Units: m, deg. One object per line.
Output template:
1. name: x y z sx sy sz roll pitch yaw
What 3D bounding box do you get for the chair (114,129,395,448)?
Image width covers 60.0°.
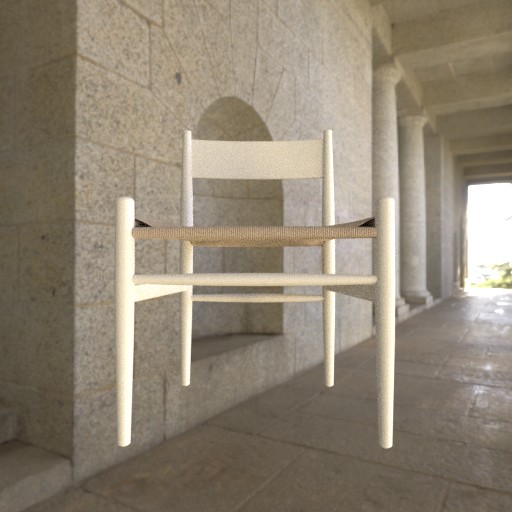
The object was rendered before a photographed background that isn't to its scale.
1. chair: 0.000 0.000 1.111 0.556 0.762 0.495 0 -1 1
